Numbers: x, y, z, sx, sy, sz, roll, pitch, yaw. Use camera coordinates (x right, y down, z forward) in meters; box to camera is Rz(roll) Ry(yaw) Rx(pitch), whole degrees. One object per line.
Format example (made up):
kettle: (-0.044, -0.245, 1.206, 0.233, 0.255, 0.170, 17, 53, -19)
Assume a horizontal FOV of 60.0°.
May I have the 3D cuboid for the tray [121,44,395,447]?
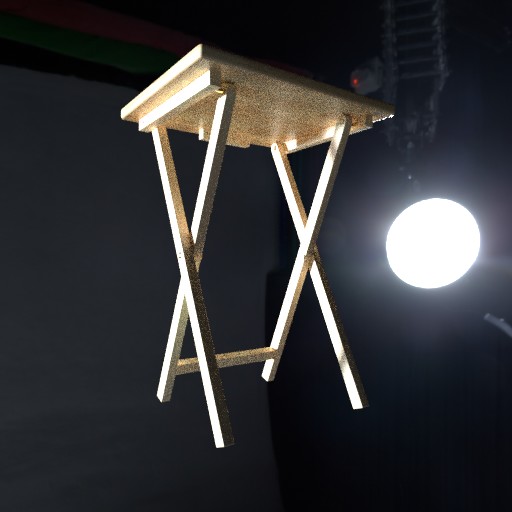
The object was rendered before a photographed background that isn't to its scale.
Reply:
tray: (0.000, 0.000, 0.981, 0.483, 0.660, 0.381, 0, -1, -35)
